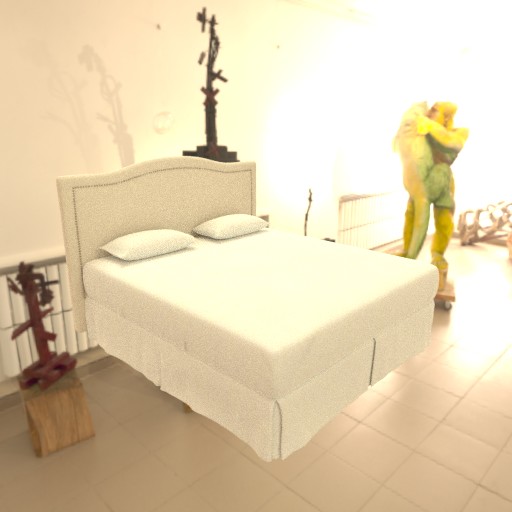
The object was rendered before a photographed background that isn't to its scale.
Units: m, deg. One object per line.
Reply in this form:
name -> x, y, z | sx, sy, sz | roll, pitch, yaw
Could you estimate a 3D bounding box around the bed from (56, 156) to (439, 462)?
bed -> 0.000, 0.000, 3.456 | 2.182, 1.421, 2.083 | 16, 23, 42
